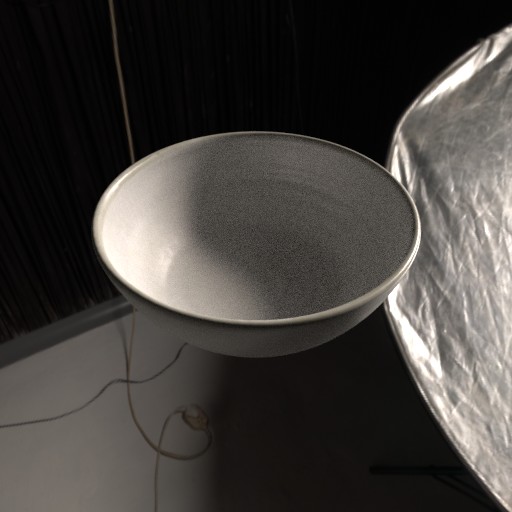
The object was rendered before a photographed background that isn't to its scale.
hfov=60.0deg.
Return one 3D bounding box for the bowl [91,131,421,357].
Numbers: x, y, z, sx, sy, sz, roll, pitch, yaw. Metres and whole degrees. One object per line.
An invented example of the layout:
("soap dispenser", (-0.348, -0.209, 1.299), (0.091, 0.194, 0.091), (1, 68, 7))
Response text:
("bowl", (0.000, 0.000, 0.412), (0.268, 0.121, 0.268), (0, 41, 0))
